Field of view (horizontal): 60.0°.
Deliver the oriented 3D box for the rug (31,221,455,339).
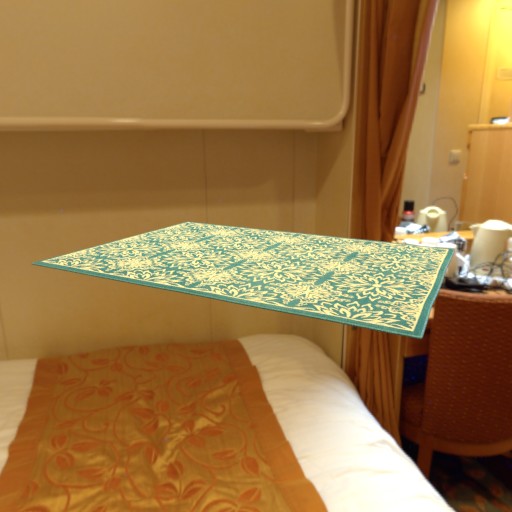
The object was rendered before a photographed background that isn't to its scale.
[{"bbox_3d":[0.000,0.000,2.804,2.205,0.012,1.554,8,17,27],"label":"rug"}]
